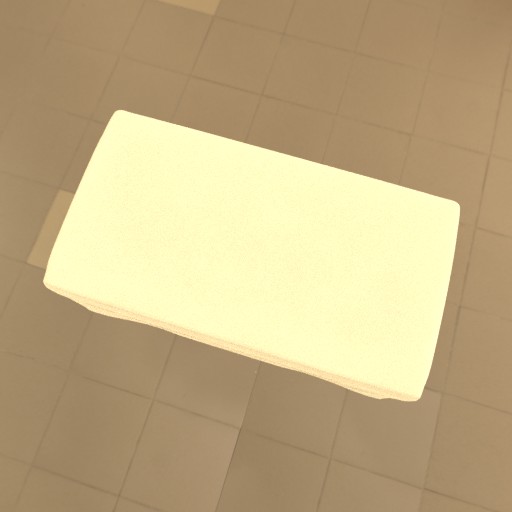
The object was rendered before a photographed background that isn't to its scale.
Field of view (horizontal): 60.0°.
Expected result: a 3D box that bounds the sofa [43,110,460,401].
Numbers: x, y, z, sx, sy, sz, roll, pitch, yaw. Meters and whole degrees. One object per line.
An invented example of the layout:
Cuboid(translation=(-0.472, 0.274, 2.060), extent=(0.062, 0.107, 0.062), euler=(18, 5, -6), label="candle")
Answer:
Cuboid(translation=(0.000, 0.000, 2.128), extent=(1.677, 0.552, 0.939), euler=(16, 76, 4), label="sofa")
